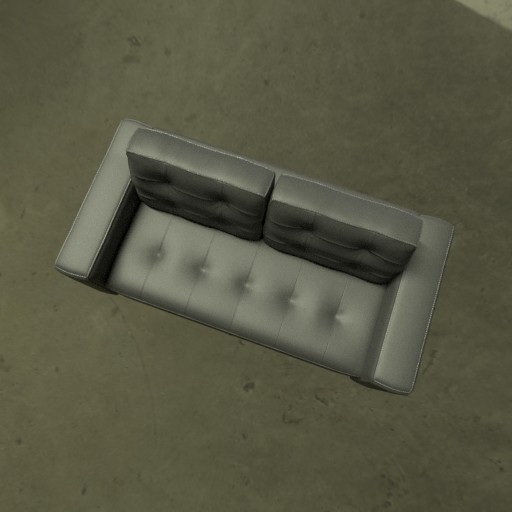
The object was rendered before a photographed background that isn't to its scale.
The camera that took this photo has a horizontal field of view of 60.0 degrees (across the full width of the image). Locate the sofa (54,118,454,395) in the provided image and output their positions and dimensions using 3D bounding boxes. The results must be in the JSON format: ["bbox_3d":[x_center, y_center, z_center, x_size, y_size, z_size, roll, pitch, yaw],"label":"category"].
[{"bbox_3d":[0.000,0.000,2.223,1.726,0.892,0.833,19,77,4],"label":"sofa"}]
